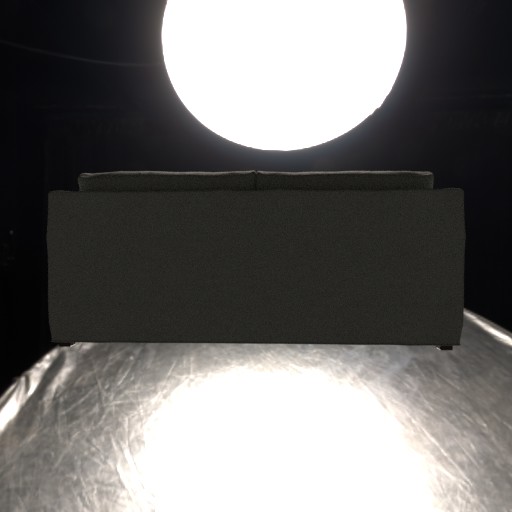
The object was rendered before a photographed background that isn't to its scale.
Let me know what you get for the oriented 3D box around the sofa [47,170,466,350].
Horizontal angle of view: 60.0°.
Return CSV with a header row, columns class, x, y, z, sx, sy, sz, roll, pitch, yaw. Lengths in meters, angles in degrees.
class,x,y,z,sx,sy,sz,roll,pitch,yaw
sofa,0.000,0.000,2.519,1.987,0.870,0.940,0,0,3
